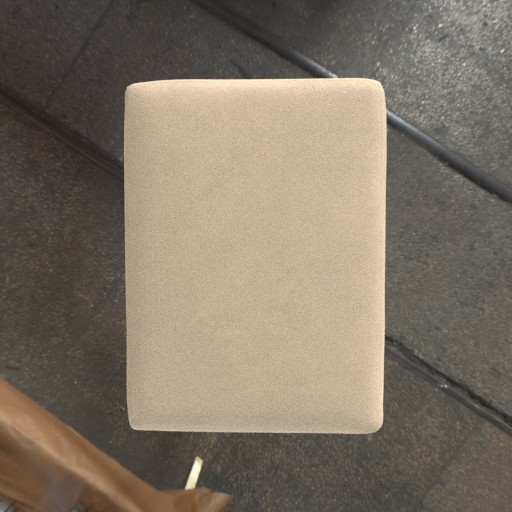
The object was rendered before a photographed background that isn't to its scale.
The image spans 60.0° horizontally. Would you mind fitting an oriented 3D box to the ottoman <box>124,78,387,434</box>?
[{"bbox_3d":[0.000,0.000,1.142,0.569,0.504,0.773,0,92,1],"label":"ottoman"}]
